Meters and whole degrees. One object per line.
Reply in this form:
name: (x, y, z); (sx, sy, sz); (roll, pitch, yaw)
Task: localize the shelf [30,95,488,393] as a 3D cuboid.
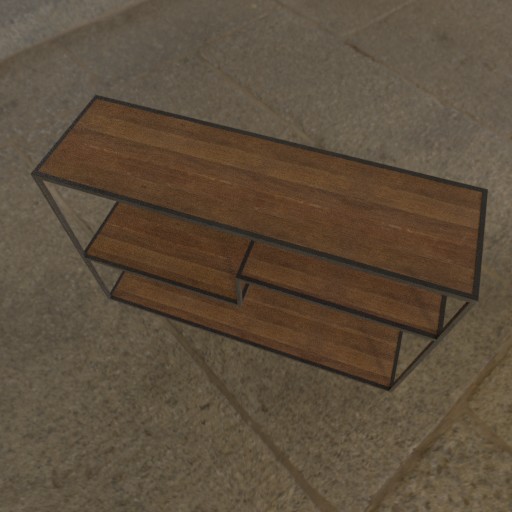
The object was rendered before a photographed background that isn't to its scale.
shelf: (0.000, 0.000, 1.533); (1.201, 0.765, 0.361); (16, 59, 10)
